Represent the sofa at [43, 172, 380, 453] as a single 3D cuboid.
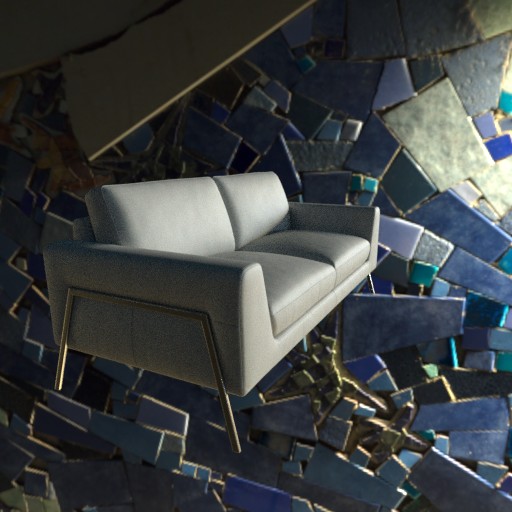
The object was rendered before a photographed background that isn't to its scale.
[{"bbox_3d":[0.000,0.000,2.496,0.953,0.875,2.017,7,15,27],"label":"sofa"}]
